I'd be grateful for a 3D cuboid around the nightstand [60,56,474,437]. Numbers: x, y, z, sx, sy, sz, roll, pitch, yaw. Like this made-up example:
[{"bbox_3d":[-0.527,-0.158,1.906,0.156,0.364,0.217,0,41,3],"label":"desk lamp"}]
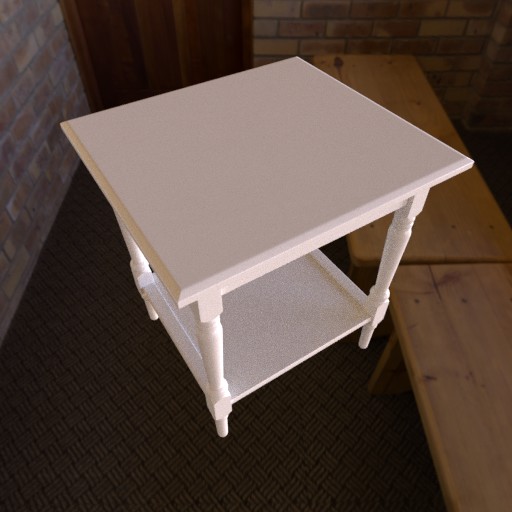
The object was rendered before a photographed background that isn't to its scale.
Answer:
[{"bbox_3d":[0.000,0.000,0.919,0.505,0.555,0.459,-25,52,-22],"label":"nightstand"}]
